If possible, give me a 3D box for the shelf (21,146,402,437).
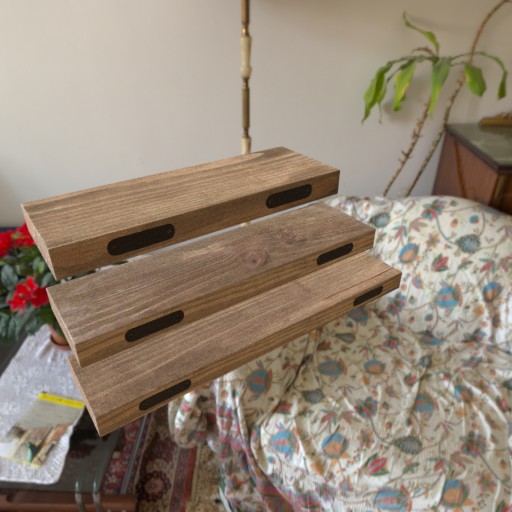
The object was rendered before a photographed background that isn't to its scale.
[{"bbox_3d":[0.000,0.000,0.721,0.610,0.293,0.140,-20,36,-29],"label":"shelf"}]
